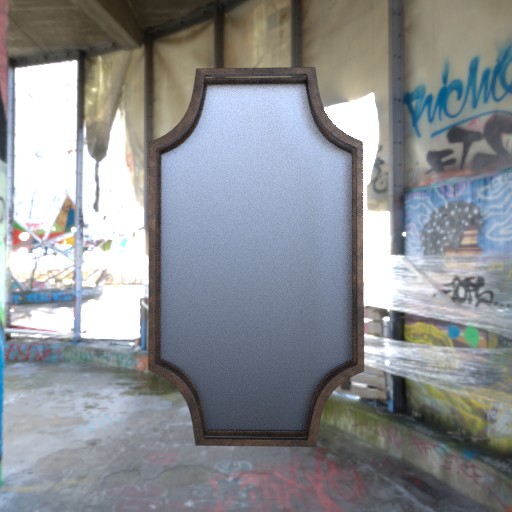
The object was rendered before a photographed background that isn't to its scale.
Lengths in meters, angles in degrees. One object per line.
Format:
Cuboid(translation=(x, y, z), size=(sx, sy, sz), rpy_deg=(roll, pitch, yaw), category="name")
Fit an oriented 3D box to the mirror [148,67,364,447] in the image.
Cuboid(translation=(0.000, 0.000, 0.983), size=(0.462, 0.811, 0.066), rpy_deg=(0, -1, 1), category="mirror")
